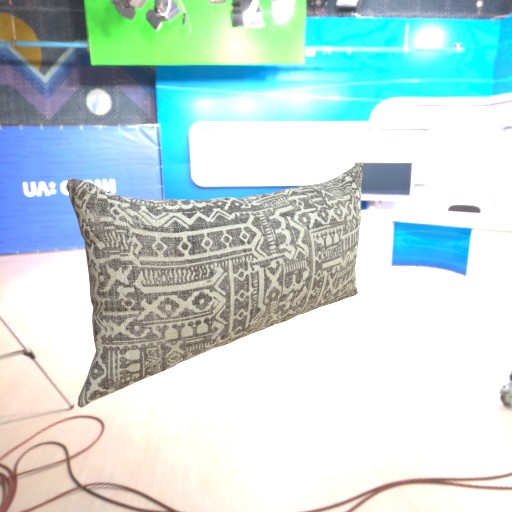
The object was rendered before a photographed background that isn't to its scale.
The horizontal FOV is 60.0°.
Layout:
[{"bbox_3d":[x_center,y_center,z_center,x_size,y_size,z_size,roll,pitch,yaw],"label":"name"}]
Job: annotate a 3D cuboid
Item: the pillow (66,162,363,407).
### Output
[{"bbox_3d":[0.000,0.000,0.742,0.631,0.290,0.148,-14,20,-42],"label":"pillow"}]
